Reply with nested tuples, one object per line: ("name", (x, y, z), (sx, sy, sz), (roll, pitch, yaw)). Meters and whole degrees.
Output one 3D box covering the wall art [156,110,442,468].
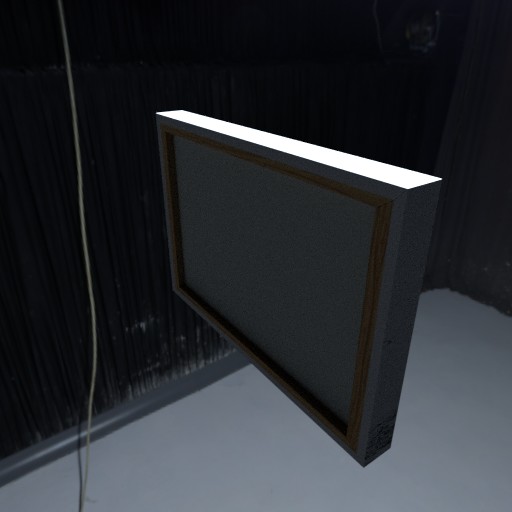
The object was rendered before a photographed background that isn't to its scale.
("wall art", (0.000, 0.000, 0.486), (0.038, 0.259, 0.381), (-18, 31, -31))
